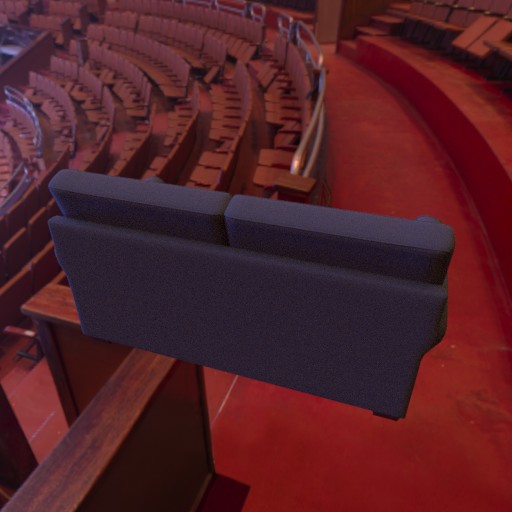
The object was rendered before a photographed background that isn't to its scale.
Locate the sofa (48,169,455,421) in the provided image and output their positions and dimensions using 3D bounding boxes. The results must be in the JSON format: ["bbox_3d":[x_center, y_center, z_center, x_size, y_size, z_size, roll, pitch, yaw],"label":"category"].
[{"bbox_3d":[0.000,0.000,2.428,1.930,1.020,0.940,10,34,16],"label":"sofa"}]
